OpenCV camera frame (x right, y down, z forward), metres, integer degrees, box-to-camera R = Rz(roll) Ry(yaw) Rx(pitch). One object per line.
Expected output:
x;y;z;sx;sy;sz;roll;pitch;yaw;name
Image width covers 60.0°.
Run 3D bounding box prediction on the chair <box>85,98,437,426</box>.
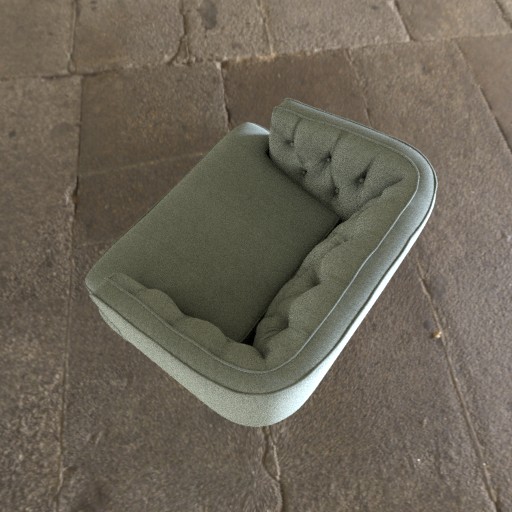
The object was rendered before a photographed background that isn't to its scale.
0.000;0.000;1.754;0.945;0.852;1.094;34;68;16;chair
